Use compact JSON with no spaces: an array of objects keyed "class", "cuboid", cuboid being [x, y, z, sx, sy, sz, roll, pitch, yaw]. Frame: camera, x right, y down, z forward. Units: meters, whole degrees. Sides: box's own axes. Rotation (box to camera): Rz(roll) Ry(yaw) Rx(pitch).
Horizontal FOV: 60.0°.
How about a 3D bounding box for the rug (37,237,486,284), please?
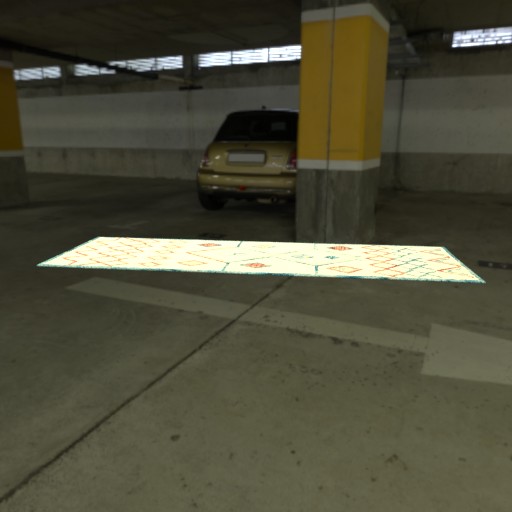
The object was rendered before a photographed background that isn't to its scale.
[{"class":"rug","cuboid":[0.000,0.000,2.743,2.435,0.011,0.750,2,15,7]}]
